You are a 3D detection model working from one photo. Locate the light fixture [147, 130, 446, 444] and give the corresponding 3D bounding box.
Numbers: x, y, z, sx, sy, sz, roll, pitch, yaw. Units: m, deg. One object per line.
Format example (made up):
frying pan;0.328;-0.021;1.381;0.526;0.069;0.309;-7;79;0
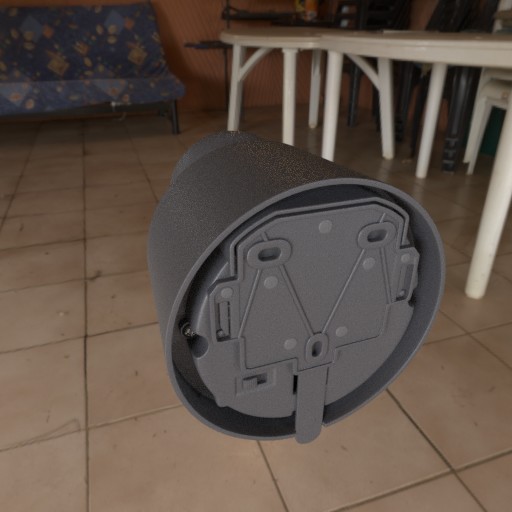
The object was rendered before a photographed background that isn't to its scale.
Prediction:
light fixture;0.000;0.000;0.262;0.134;0.143;0.160;-10;29;-18
